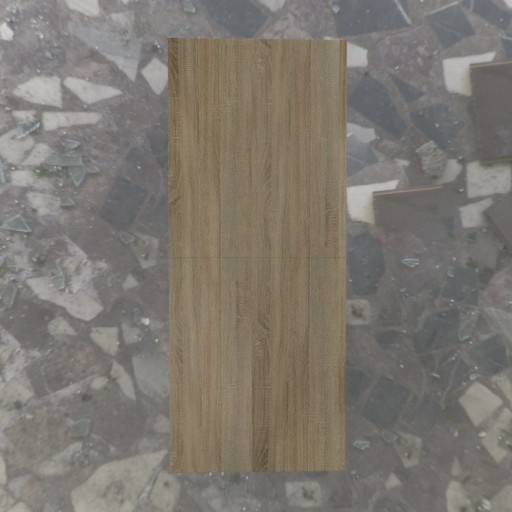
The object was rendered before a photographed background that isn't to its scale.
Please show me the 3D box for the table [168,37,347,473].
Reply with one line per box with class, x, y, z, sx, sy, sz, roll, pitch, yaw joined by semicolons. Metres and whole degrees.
table;0.000;0.000;2.645;0.900;0.790;2.200;0;92;-1
